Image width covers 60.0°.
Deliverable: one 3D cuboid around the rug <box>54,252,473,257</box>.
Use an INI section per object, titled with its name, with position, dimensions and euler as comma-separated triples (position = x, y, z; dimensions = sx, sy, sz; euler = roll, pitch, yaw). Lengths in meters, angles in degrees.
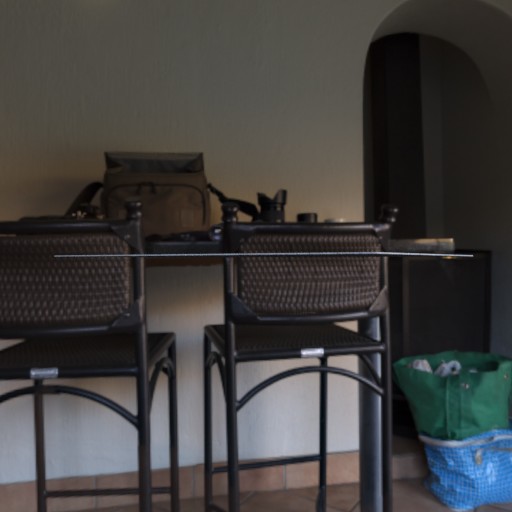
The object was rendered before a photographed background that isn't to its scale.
[rug]
position = 0.000, 0.000, 2.311
dimensions = 1.827, 0.005, 1.229
euler = 0, -1, 38
